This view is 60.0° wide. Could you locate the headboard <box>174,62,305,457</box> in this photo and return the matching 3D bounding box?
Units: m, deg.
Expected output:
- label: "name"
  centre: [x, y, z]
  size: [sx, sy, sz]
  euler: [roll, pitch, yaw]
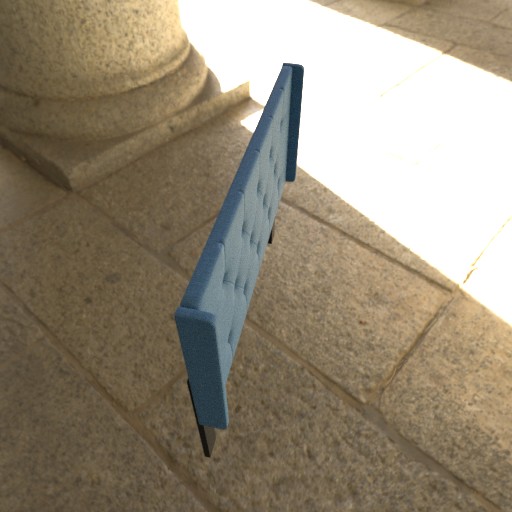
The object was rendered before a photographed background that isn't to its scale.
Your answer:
- label: "headboard"
  centre: [0.000, 0.000, 2.740]
  size: [0.184, 1.524, 2.051]
  euler: [9, 48, 9]
